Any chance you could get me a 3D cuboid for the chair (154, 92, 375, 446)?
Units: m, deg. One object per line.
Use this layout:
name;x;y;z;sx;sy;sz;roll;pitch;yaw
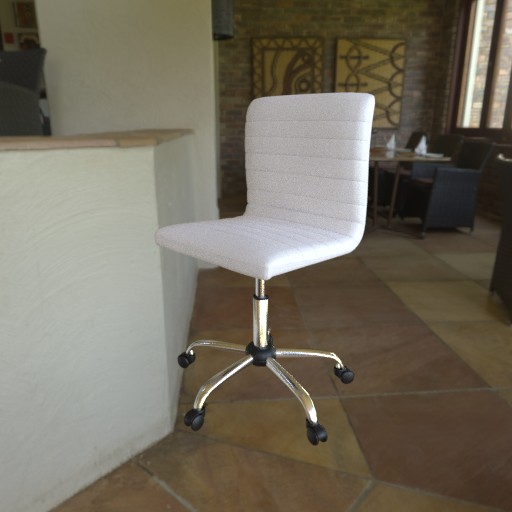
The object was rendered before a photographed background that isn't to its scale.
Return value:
chair;0.000;0.000;1.072;0.520;0.750;0.455;16;23;42
